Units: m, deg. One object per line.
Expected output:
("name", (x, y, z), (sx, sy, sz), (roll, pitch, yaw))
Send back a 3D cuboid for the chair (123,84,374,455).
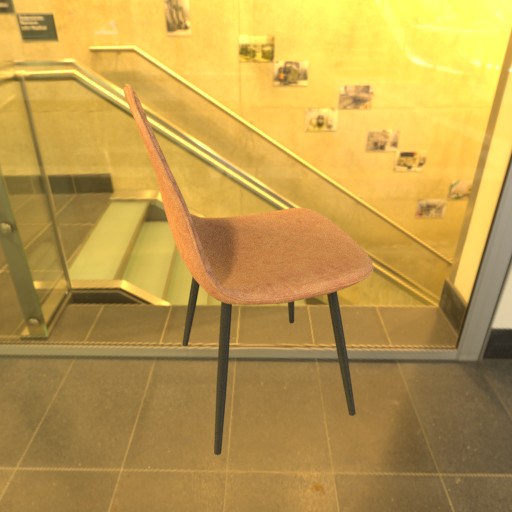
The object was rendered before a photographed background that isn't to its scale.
("chair", (0.000, 0.000, 1.193), (0.561, 0.889, 0.472), (-9, 31, -16))
